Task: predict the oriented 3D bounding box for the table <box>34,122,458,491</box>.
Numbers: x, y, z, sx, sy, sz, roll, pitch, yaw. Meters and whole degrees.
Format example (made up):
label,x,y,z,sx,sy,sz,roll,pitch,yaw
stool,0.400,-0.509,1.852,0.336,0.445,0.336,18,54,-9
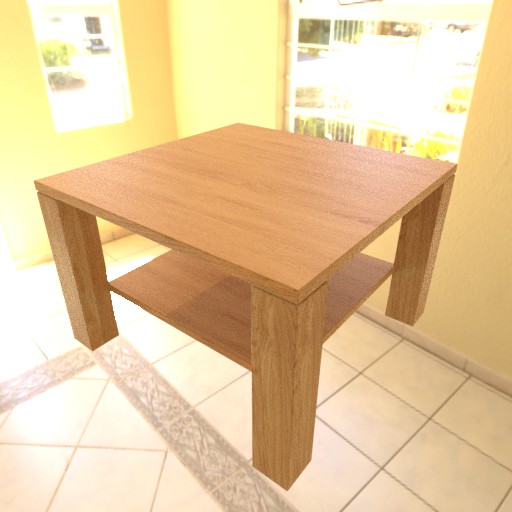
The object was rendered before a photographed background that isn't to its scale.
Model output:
label,x,y,z,sx,sy,sz,roll,pitch,yaw
table,0.000,0.000,1.138,0.700,0.450,0.700,21,36,33
